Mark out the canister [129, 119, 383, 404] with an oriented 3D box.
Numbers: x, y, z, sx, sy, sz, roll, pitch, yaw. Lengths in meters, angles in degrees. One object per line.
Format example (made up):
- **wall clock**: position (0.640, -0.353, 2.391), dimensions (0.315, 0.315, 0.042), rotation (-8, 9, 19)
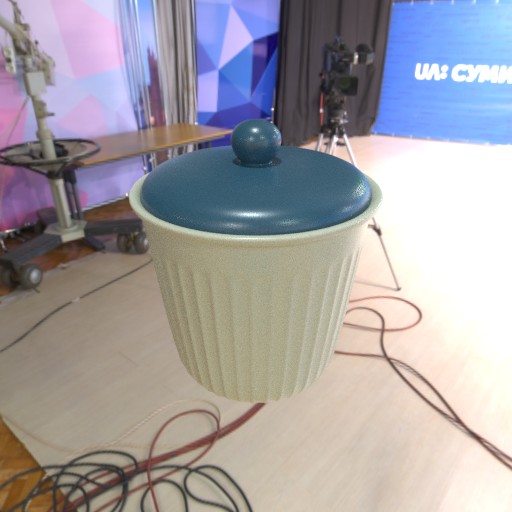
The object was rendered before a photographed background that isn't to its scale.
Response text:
- **canister**: position (0.000, 0.000, 0.352), dimensions (0.181, 0.211, 0.181), rotation (0, 28, 0)
